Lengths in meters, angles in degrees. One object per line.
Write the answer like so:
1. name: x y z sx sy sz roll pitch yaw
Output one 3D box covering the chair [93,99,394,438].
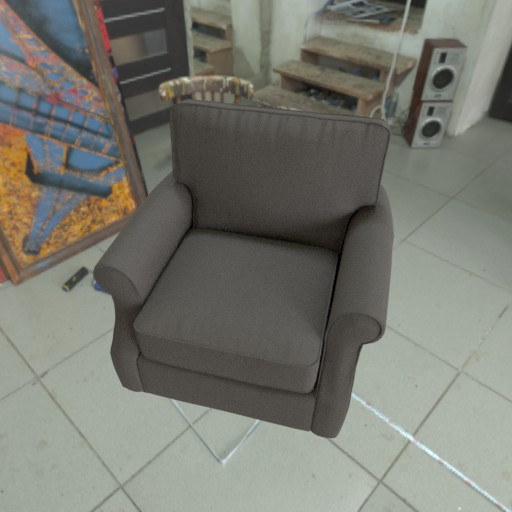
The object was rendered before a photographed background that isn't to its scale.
1. chair: 0.000 0.000 1.767 1.029 0.967 0.966 10 41 11
